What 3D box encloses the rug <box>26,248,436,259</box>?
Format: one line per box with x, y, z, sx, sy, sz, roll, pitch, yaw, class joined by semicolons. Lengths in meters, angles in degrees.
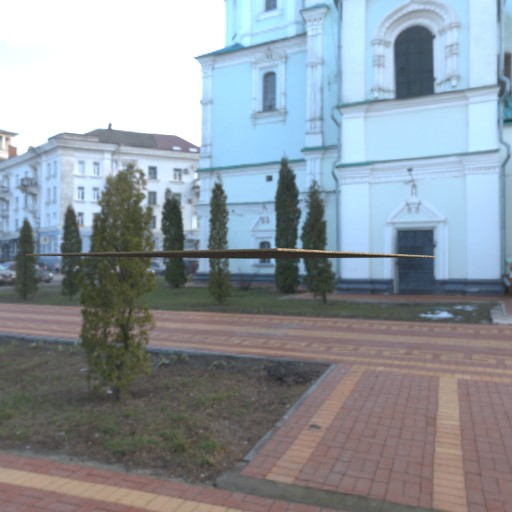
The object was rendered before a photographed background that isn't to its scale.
0.000;0.000;4.131;2.471;0.012;3.034;-1;-1;36;rug
